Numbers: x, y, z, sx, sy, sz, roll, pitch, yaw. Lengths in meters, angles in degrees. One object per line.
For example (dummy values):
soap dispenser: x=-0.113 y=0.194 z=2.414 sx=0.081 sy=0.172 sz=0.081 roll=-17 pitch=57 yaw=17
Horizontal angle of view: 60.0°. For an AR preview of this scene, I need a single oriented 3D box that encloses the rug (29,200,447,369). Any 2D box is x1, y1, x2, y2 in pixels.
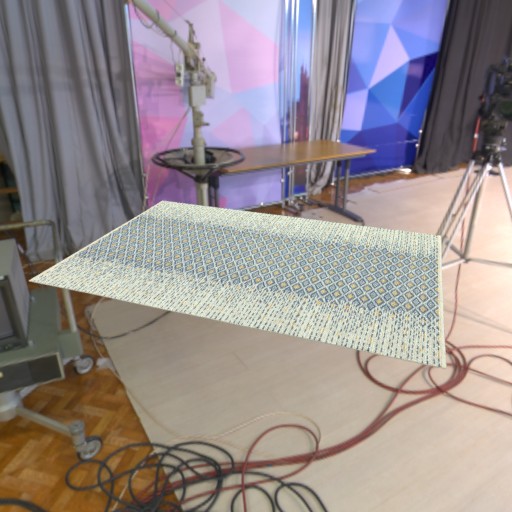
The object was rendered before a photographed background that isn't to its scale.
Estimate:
rug: x=0.000 y=0.000 z=2.315 sx=1.828 sy=0.005 sz=1.219 roll=9 pitch=27 yaw=18
